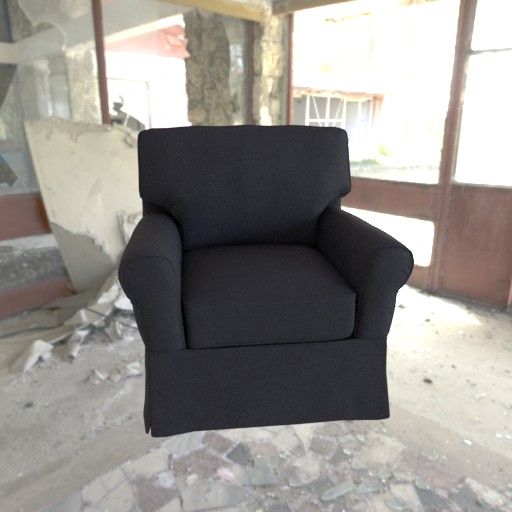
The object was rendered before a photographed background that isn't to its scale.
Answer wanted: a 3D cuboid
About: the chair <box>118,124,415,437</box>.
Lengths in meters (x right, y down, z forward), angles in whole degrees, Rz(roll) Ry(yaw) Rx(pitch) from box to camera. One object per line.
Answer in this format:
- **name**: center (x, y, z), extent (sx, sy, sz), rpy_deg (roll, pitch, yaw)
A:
- **chair**: center (0.000, 0.000, 2.004), extent (1.119, 1.140, 1.002), rpy_deg (-2, 17, -8)
